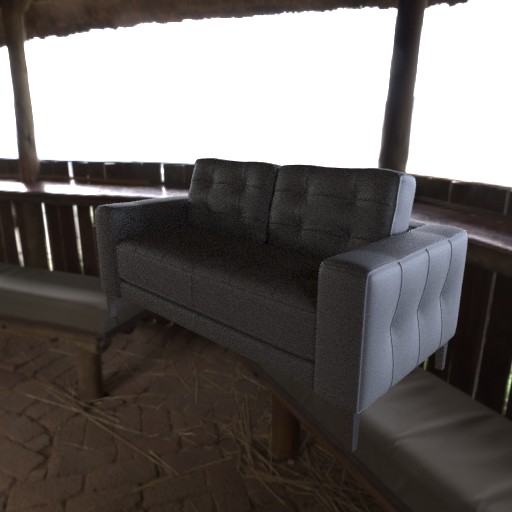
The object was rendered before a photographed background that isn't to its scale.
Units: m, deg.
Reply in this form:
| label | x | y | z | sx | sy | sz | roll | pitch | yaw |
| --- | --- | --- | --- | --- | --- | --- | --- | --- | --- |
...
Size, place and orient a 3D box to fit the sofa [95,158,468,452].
| label | x | y | z | sx | sy | sz | roll | pitch | yaw |
| --- | --- | --- | --- | --- | --- | --- | --- | --- | --- |
| sofa | 0.000 | 0.000 | 2.181 | 1.726 | 0.892 | 0.833 | 15 | 21 | 42 |
